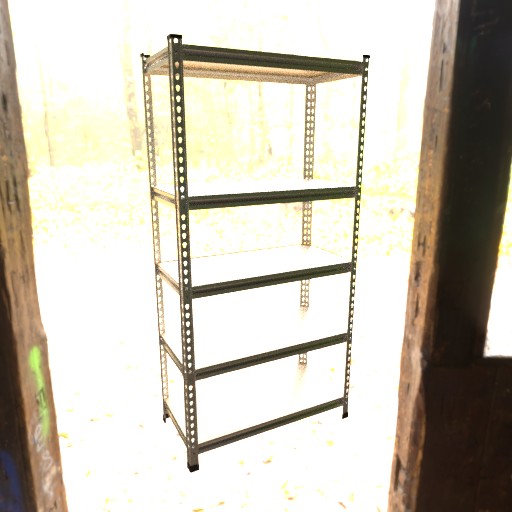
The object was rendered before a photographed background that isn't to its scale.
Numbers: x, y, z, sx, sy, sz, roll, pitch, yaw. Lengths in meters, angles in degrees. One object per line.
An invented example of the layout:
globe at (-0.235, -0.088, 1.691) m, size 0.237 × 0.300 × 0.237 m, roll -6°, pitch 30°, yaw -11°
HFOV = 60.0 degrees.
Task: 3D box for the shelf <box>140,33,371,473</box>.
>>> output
shelf at (0.000, 0.000, 2.181) m, size 0.914 × 1.829 × 0.457 m, roll -8°, pitch 17°, yaw -26°
